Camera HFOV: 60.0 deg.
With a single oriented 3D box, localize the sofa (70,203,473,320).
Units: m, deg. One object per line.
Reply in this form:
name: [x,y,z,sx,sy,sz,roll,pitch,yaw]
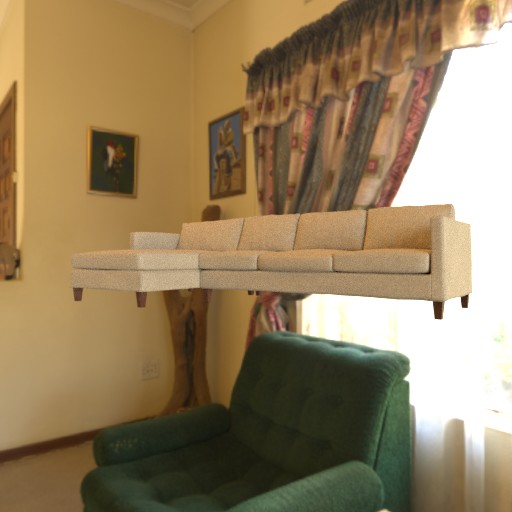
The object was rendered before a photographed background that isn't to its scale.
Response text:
sofa: [0.000,0.000,3.882,3.186,0.846,1.625,0,0,36]
